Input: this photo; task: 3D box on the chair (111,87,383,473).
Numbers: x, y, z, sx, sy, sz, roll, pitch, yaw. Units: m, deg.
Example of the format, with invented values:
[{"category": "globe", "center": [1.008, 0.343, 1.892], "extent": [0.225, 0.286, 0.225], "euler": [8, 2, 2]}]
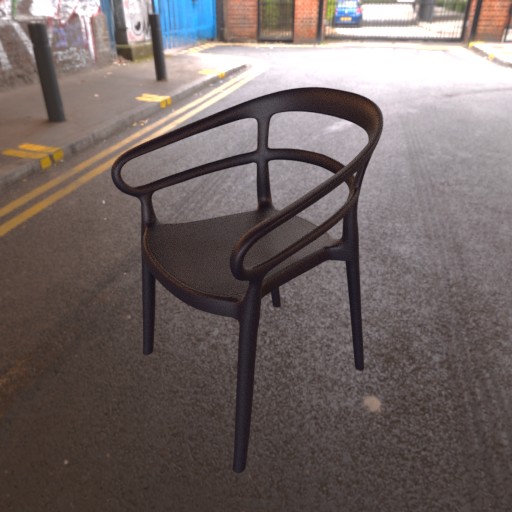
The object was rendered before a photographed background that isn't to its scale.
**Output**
[{"category": "chair", "center": [0.000, 0.000, 1.142], "extent": [0.527, 0.761, 0.559], "euler": [-20, 36, -31]}]
